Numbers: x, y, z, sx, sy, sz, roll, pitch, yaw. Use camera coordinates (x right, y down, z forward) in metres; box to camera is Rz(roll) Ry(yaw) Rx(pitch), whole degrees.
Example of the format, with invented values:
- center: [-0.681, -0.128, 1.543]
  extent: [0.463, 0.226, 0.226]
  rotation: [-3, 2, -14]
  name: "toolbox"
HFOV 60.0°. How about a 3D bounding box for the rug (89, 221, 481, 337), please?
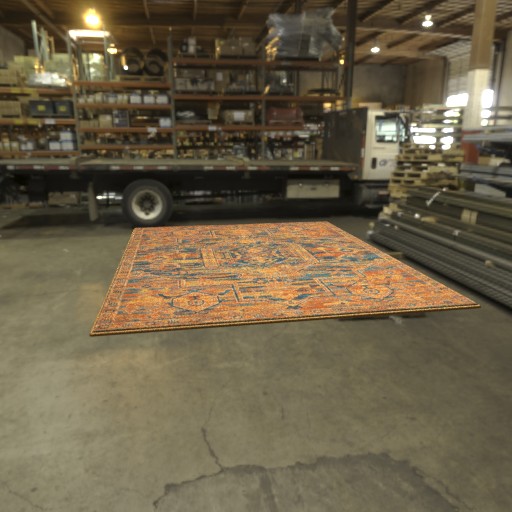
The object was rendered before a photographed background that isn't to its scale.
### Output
- center: [0.000, 0.000, 4.114]
  extent: [2.435, 0.031, 3.040]
  rotation: [-3, 15, -10]
  name: "rug"
